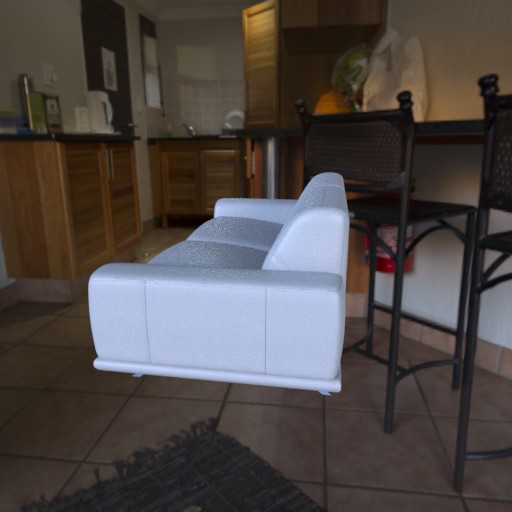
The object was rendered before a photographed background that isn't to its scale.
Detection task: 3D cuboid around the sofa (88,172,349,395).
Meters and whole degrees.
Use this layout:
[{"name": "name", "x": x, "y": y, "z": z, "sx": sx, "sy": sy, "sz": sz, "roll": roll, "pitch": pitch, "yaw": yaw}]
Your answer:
[{"name": "sofa", "x": 0.000, "y": 0.000, "z": 2.361, "sx": 0.900, "sy": 0.772, "sz": 1.901, "roll": 3, "pitch": 16, "yaw": 9}]
